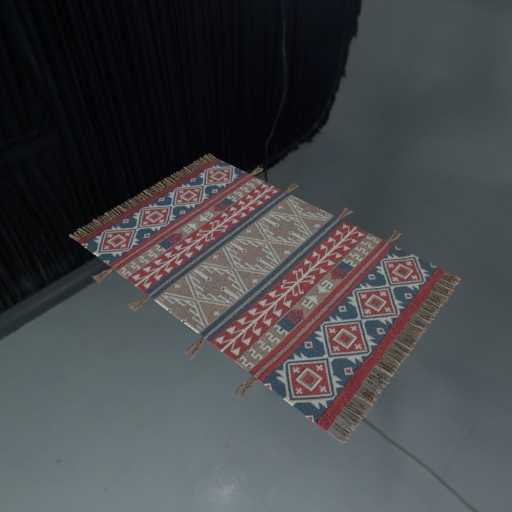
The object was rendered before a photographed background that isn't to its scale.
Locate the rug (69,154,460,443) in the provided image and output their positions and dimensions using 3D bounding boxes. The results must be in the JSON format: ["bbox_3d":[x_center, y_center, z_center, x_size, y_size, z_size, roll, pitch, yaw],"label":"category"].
[{"bbox_3d":[0.000,0.000,2.628,2.025,0.040,1.469,31,53,27],"label":"rug"}]
